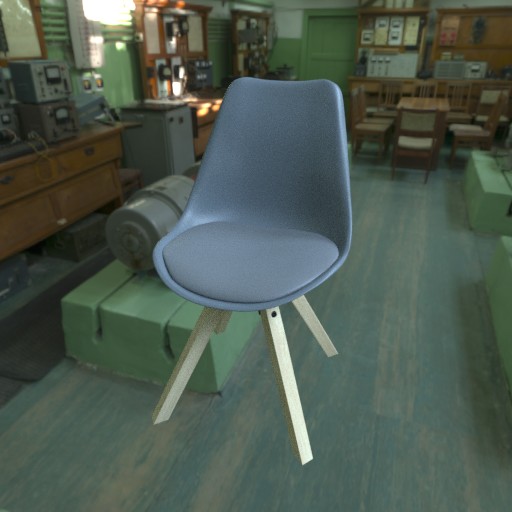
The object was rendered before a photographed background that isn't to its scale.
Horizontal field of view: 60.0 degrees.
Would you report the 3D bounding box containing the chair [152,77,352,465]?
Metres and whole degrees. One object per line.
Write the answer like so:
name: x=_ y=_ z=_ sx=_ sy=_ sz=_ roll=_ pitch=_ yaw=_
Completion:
chair: x=0.000 y=0.000 z=1.189 sx=0.485 sy=0.850 sz=0.550 roll=8 pitch=28 yaw=16
